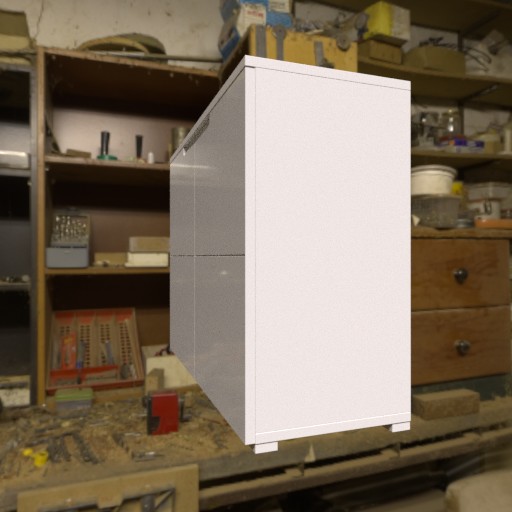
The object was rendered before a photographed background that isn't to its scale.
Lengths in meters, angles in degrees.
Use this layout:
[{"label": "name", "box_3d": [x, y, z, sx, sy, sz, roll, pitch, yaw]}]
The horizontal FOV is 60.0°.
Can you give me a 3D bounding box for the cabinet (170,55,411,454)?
[{"label": "cabinet", "box_3d": [0.000, 0.000, 1.421, 0.400, 0.800, 1.000, 0, 0, -19]}]
